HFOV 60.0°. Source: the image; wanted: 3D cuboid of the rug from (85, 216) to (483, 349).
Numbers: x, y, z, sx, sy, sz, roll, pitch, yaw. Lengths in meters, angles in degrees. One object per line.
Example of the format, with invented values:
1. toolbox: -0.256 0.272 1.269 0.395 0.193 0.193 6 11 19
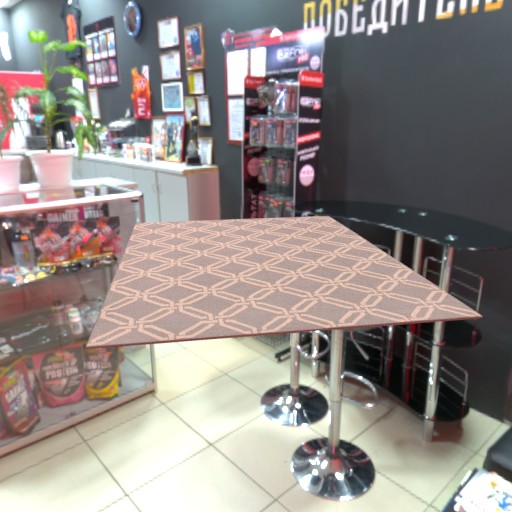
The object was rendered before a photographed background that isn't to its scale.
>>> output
1. rug: 0.000 0.000 3.844 2.288 0.018 2.895 -3 18 -9
